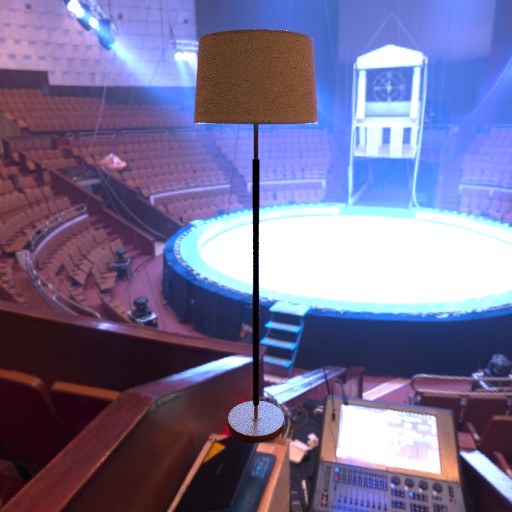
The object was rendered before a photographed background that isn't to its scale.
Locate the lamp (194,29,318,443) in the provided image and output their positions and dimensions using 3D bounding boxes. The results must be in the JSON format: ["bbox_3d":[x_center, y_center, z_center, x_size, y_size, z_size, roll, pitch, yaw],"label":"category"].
[{"bbox_3d":[0.000,0.000,1.635,0.420,1.447,0.420,0,16,0],"label":"lamp"}]
